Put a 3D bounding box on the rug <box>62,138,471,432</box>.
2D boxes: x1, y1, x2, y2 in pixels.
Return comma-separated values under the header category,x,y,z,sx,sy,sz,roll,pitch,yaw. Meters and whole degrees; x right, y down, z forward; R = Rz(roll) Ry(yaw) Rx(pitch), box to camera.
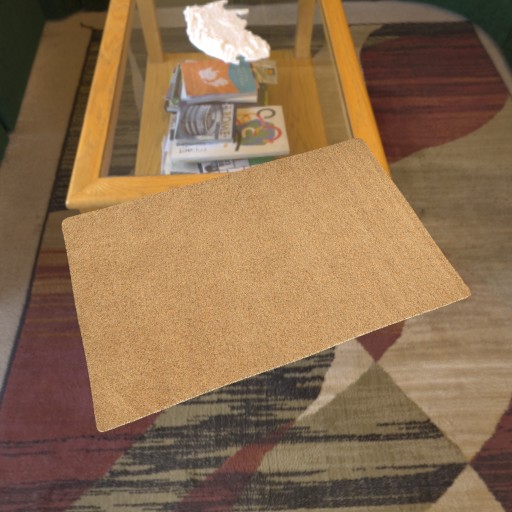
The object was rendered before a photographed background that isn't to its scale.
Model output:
category,x,y,z,sx,sy,sz,roll,pitch,yaw
rug,0.000,0.000,2.944,2.349,0.025,1.500,-18,60,-11
